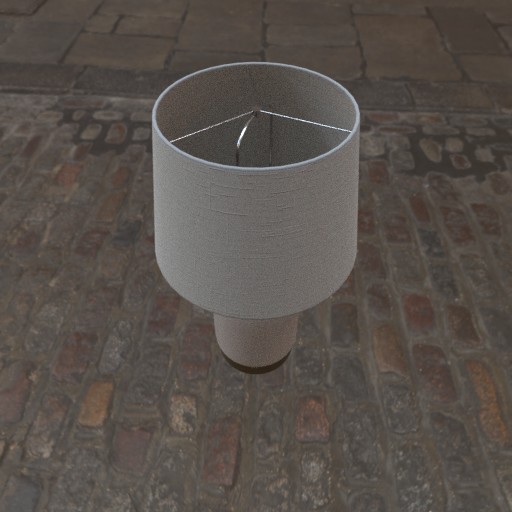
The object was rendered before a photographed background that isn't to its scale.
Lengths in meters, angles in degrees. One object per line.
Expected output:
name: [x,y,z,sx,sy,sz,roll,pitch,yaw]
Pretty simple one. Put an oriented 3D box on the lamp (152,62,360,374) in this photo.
lamp: [0.000,0.000,0.665,0.285,0.483,0.285,0,48,0]
